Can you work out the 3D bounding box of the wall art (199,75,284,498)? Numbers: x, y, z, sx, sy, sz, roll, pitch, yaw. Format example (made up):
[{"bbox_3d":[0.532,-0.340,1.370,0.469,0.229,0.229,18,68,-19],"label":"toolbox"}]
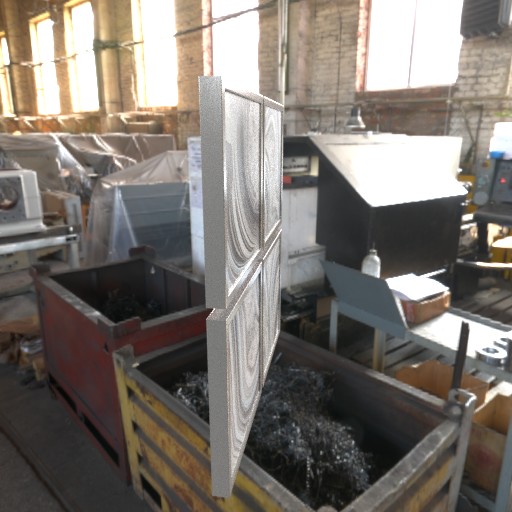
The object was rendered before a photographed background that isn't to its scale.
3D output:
[{"bbox_3d":[0.000,0.000,0.898,0.029,0.611,0.611,3,16,10],"label":"wall art"}]
